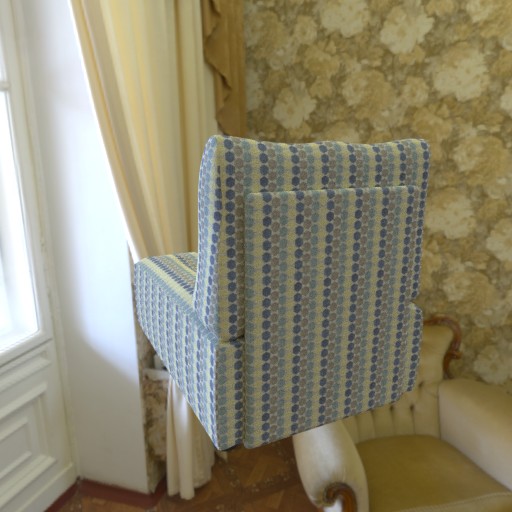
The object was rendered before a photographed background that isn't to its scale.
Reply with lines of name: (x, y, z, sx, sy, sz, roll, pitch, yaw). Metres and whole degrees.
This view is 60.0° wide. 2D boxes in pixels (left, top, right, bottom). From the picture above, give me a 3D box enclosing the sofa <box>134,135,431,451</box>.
sofa: (0.000, 0.000, 1.616, 0.700, 0.820, 1.000, -7, 15, -26)
